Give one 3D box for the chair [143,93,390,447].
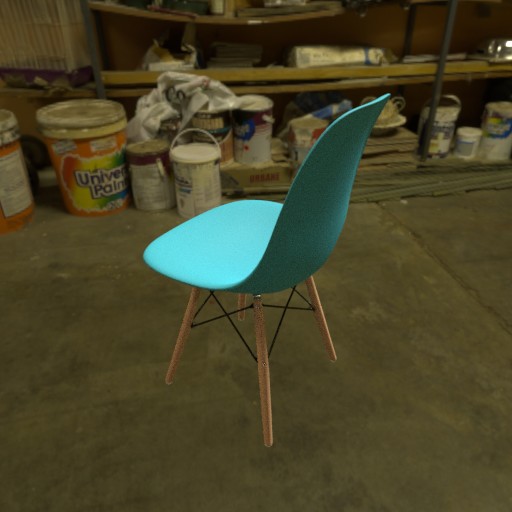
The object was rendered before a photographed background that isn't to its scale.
[{"bbox_3d":[0.000,0.000,1.127,0.531,0.826,0.470,20,36,29],"label":"chair"}]
